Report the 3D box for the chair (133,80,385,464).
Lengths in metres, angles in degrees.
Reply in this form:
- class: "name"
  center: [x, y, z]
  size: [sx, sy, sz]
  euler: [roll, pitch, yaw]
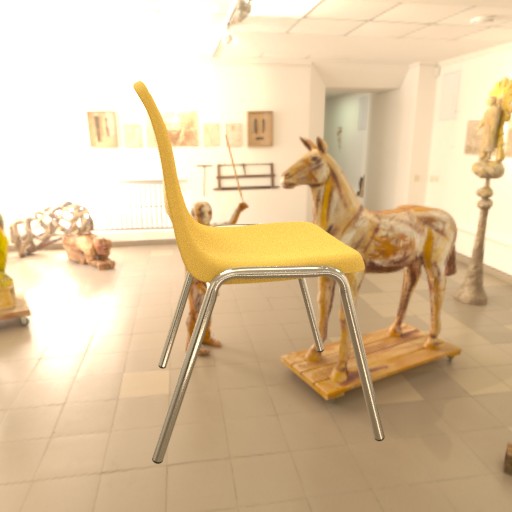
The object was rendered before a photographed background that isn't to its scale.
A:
- class: "chair"
  center: [0.000, 0.000, 0.901]
  size: [0.436, 0.653, 0.381]
  euler: [-3, 16, -10]
